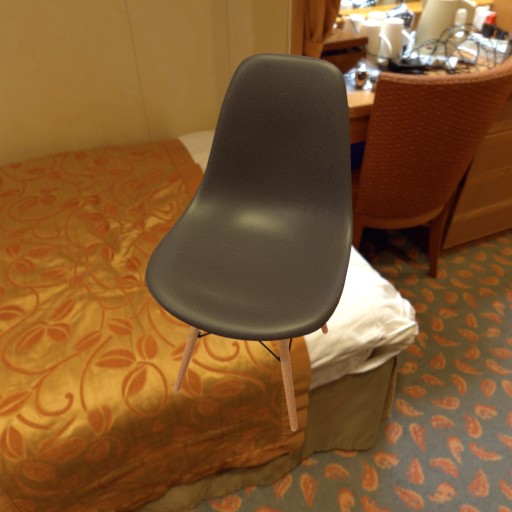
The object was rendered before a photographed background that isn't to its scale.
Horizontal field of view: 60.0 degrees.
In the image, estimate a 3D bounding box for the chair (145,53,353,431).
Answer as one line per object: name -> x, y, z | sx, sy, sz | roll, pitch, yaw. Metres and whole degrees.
chair -> 0.000, 0.000, 1.128 | 0.470, 0.825, 0.533 | 13, 42, 15
